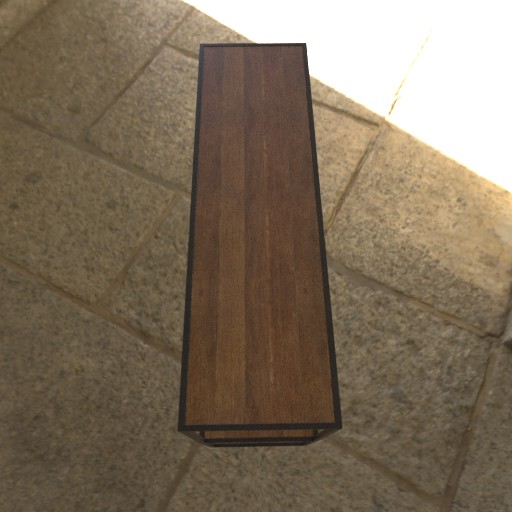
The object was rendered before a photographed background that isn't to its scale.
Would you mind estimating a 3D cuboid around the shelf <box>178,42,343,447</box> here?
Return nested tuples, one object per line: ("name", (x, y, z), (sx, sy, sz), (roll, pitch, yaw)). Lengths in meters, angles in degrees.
("shelf", (0.000, 0.000, 1.555), (0.361, 0.765, 1.201), (-1, 64, 0))
